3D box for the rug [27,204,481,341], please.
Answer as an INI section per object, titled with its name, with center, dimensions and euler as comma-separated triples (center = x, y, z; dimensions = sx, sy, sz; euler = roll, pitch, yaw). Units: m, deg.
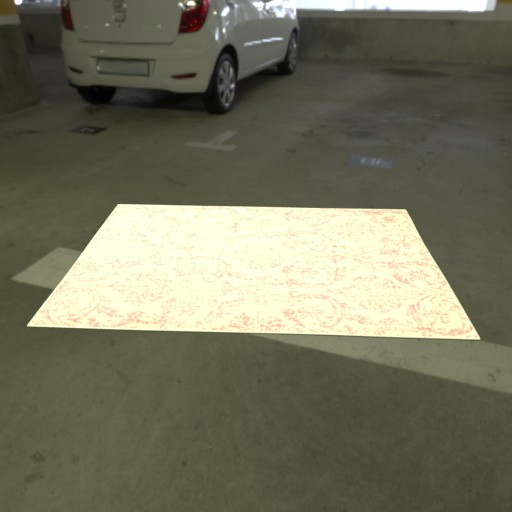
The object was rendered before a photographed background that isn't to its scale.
[rug]
center = 0.000, 0.000, 3.451
dimensions = 2.746, 0.018, 1.819
euler = 1, 31, 2
